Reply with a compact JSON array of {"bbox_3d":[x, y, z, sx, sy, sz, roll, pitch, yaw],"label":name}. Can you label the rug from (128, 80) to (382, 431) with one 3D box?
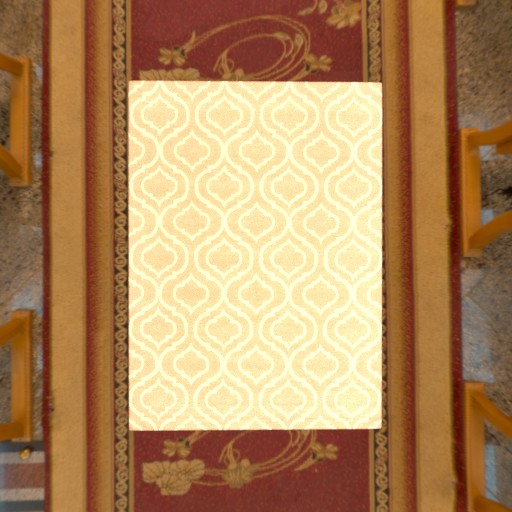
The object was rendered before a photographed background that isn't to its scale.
[{"bbox_3d":[0.000,0.000,4.267,2.438,0.010,3.353,0,90,-1],"label":"rug"}]
